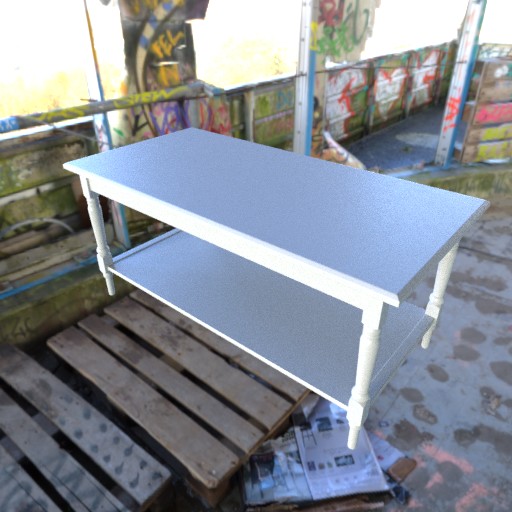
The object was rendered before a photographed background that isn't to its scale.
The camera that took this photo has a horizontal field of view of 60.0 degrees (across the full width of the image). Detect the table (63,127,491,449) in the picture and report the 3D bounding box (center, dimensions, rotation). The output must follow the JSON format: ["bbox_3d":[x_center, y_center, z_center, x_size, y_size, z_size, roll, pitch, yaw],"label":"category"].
[{"bbox_3d":[0.000,0.000,1.387,1.109,0.506,0.551,23,38,33],"label":"table"}]
